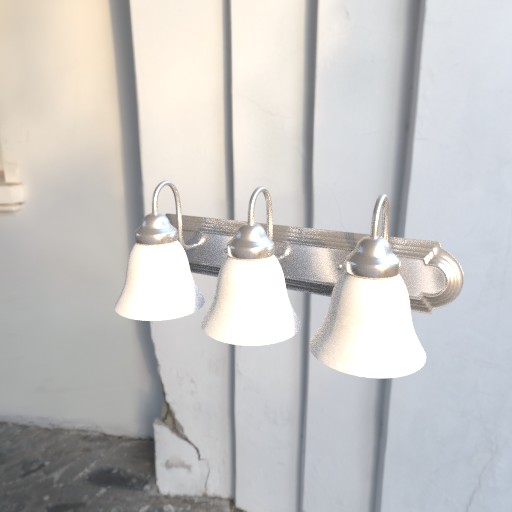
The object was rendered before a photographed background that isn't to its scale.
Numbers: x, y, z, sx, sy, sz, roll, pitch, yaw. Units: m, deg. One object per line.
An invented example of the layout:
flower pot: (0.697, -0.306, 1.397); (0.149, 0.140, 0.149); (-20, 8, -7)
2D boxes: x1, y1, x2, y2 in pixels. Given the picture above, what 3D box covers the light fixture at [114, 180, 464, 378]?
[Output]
light fixture: (0.000, 0.000, 0.721); (0.610, 0.222, 0.199); (8, 17, 27)
